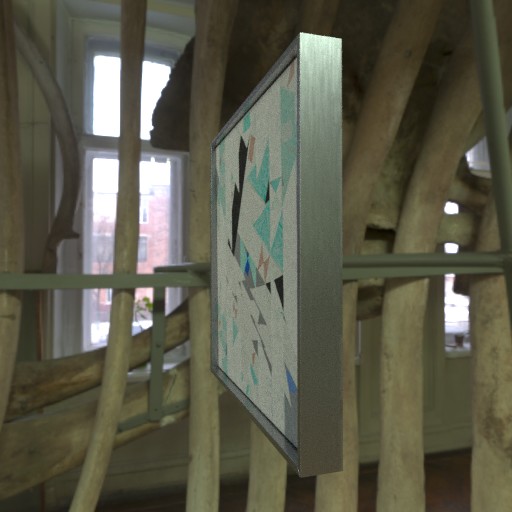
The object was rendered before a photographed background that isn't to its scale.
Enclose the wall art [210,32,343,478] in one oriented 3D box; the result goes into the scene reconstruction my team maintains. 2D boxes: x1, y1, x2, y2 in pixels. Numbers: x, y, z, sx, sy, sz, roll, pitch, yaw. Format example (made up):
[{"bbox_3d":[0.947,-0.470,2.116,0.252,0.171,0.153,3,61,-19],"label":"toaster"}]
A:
[{"bbox_3d":[0.000,0.000,0.520,0.038,0.350,0.350,0,-1,-18],"label":"wall art"}]
